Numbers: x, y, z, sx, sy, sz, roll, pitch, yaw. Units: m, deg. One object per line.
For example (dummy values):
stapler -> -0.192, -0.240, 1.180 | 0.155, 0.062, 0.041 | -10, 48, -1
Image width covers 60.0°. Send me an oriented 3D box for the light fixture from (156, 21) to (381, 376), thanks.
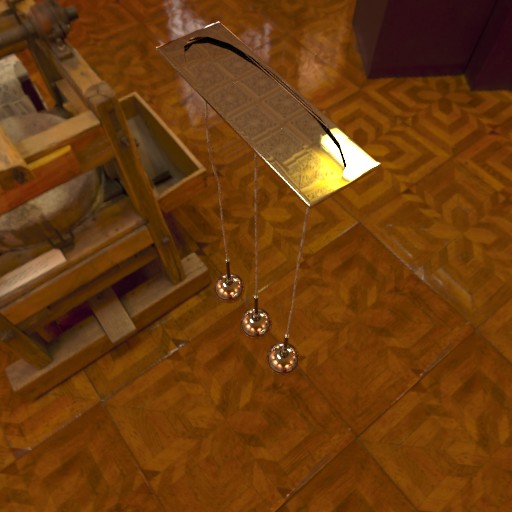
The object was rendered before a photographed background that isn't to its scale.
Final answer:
light fixture -> 0.000, 0.000, 1.617 | 0.188, 1.408, 0.623 | -32, 64, -17
